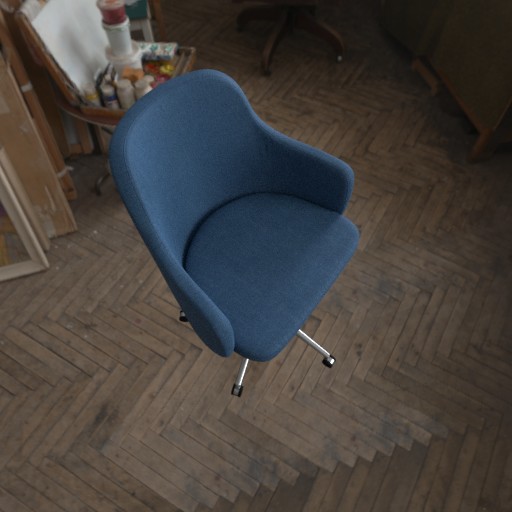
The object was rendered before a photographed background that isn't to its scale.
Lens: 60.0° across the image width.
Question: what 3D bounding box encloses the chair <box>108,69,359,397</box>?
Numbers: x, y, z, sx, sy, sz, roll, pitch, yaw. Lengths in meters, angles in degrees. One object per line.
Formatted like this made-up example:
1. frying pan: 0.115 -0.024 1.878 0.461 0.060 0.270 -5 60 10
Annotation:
1. chair: 0.000 0.000 1.277 0.655 0.820 0.599 32 64 18
